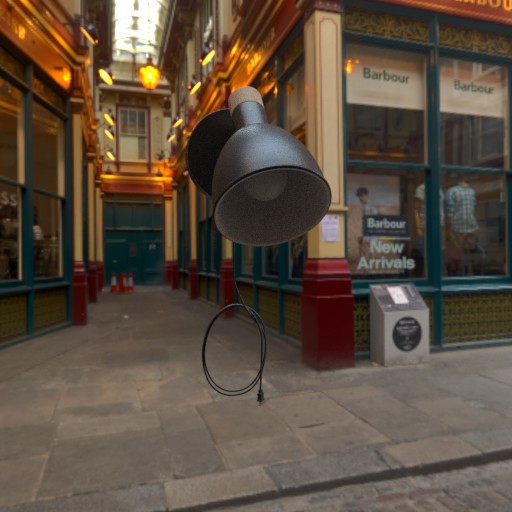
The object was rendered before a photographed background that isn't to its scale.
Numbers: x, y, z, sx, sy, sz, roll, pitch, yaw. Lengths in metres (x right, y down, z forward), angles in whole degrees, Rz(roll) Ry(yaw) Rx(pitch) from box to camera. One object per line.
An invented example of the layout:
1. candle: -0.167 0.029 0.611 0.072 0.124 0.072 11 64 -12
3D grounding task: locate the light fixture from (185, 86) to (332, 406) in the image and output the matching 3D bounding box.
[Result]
1. light fixture: 0.000 0.000 0.499 0.127 0.401 0.203 0 0 -18
